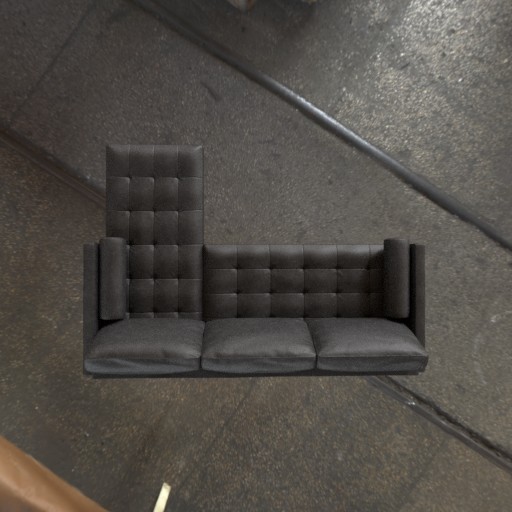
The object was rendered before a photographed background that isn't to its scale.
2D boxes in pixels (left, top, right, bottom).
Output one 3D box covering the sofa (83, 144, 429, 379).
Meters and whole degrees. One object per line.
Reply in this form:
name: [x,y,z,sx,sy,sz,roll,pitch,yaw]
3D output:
sofa: [0.000,0.000,2.963,2.178,0.876,1.497,0,90,-2]
